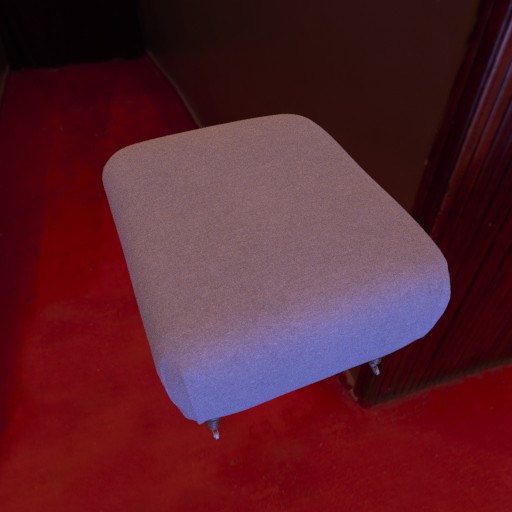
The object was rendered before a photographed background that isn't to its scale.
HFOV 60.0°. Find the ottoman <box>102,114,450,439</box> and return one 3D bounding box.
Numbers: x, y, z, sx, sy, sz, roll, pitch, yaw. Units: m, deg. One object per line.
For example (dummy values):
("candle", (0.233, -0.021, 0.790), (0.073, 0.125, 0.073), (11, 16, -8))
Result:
("ottoman", (0.000, 0.000, 1.132), (0.622, 0.450, 0.747), (-16, 48, -16))
